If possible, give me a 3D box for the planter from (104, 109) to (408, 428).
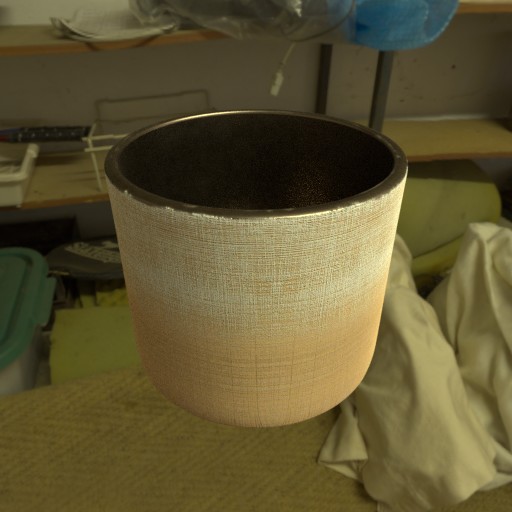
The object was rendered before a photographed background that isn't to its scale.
[{"bbox_3d":[0.000,0.000,0.436,0.254,0.221,0.254,0,33,0],"label":"planter"}]
